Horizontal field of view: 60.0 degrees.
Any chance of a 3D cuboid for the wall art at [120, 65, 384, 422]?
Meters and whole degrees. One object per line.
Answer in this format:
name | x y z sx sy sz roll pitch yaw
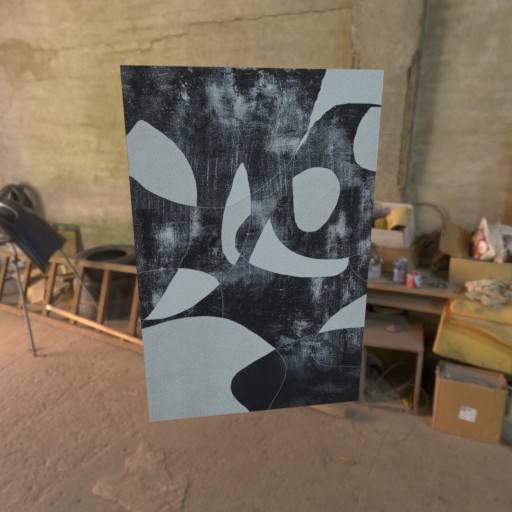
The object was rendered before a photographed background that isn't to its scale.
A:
wall art | 0.000 0.000 0.780 0.407 0.610 0.039 -3 17 -9
